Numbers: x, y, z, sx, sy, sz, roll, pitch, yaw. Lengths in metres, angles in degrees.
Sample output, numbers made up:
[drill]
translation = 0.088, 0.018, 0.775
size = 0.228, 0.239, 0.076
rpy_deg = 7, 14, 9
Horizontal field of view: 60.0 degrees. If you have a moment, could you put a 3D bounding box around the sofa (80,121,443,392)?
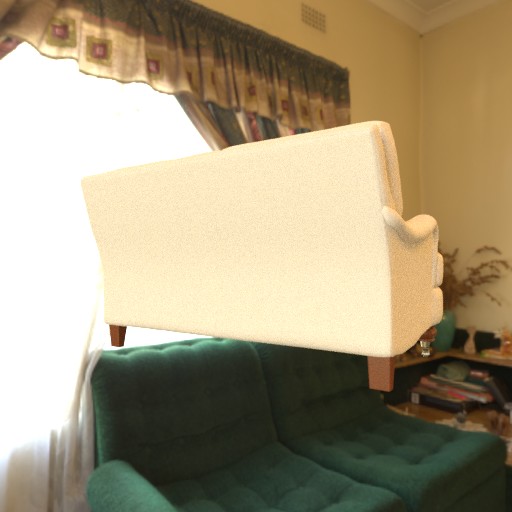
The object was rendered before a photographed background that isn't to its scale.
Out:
[sofa]
translation = 0.000, 0.000, 2.518
size = 1.853, 1.101, 1.084
rpy_deg = -1, -1, 34
